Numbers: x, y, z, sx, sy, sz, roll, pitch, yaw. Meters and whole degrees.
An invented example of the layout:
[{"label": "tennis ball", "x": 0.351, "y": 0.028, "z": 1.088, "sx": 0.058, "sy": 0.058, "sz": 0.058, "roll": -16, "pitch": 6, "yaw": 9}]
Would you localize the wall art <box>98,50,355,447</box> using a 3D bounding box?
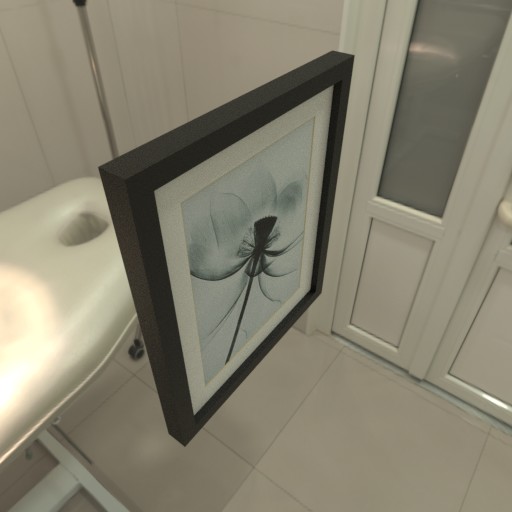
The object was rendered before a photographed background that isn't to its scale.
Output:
[{"label": "wall art", "x": 0.000, "y": 0.000, "z": 0.528, "sx": 0.029, "sy": 0.381, "sz": 0.330, "roll": 26, "pitch": 47, "yaw": 27}]
